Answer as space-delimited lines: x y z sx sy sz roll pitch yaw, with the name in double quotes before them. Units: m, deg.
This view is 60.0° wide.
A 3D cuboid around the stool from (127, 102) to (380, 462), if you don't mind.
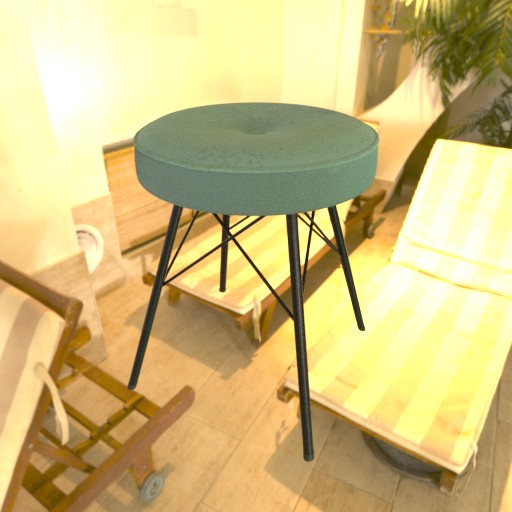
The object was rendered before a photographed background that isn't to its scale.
"stool" 0.000 0.000 0.869 0.457 0.519 0.458 18 35 29
